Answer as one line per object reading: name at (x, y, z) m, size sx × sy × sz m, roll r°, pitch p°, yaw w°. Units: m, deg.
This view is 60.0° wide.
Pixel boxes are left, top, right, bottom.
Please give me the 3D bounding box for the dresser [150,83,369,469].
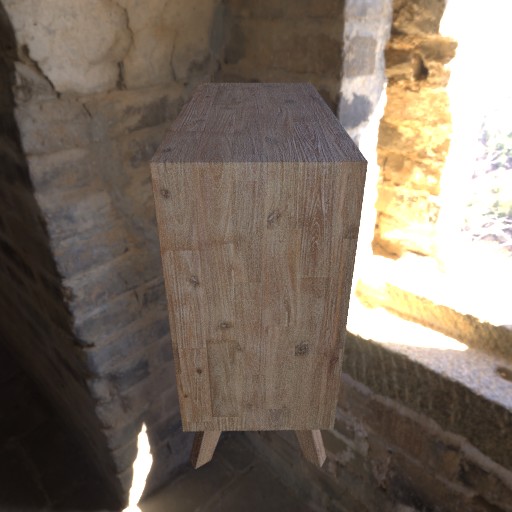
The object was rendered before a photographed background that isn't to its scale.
dresser at (0.000, 0.000, 1.607) m, size 0.455 × 1.029 × 0.998 m, roll 0°, pitch 30°, yaw -1°
